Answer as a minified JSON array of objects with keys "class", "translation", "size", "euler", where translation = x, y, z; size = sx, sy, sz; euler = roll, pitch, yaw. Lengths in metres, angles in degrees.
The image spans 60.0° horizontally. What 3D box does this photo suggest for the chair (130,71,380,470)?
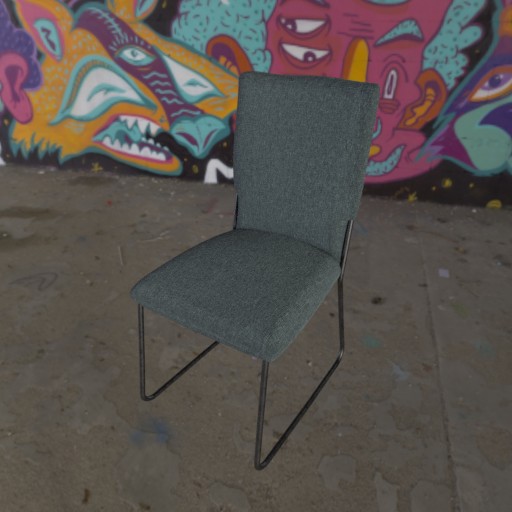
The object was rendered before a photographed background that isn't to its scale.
[{"class":"chair","translation":[0.000,0.000,1.291],"size":[0.480,0.931,0.635],"euler":[18,34,29]}]
